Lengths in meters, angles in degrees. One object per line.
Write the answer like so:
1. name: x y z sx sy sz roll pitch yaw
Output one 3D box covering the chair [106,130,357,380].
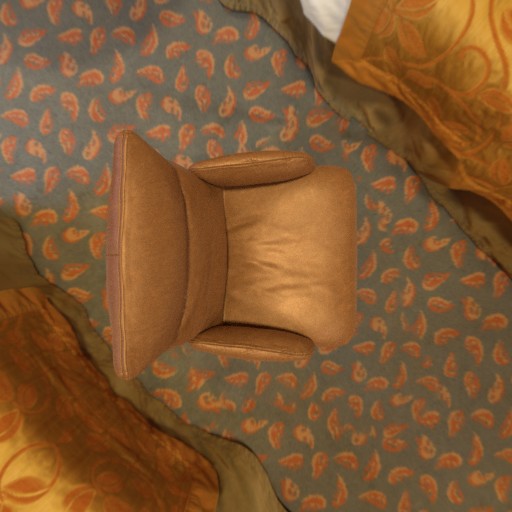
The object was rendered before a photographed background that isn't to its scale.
1. chair: 0.000 0.000 1.576 0.794 1.027 0.711 0 90 0
